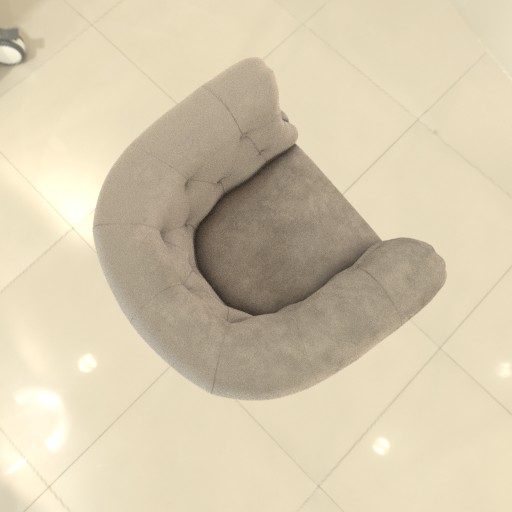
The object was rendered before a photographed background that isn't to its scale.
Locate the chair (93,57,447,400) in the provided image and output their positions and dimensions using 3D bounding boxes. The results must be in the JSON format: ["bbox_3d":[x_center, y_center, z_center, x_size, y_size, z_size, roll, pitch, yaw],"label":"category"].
[{"bbox_3d":[0.000,0.000,1.559,0.851,0.826,0.904,-38,80,-8],"label":"chair"}]
